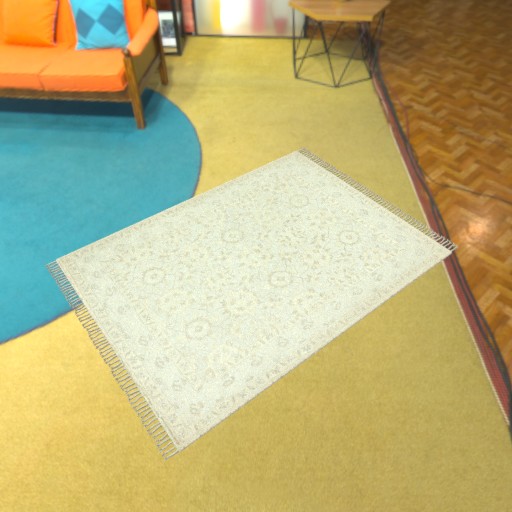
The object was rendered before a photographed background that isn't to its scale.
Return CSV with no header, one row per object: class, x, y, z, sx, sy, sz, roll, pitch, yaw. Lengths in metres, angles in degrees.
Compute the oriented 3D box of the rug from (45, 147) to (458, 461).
rug,0.000,0.000,2.300,1.771,0.015,1.223,-29,52,-25
